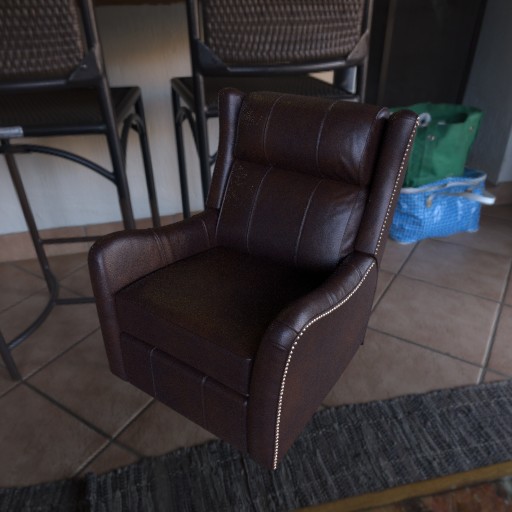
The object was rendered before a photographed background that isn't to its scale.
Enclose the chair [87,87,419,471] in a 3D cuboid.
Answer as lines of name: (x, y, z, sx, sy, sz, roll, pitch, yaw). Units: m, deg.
chair: (0.000, 0.000, 1.745, 0.869, 1.084, 1.008, 19, 35, 29)
